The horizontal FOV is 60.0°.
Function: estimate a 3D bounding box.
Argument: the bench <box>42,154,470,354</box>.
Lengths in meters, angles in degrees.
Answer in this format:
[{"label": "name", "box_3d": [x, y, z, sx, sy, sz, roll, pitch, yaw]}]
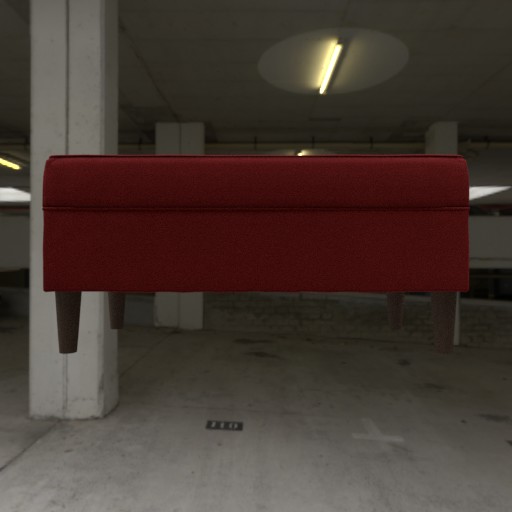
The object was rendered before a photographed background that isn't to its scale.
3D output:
[{"label": "bench", "box_3d": [0.000, 0.000, 1.266, 1.016, 0.471, 0.492, 0, -1, 0]}]
